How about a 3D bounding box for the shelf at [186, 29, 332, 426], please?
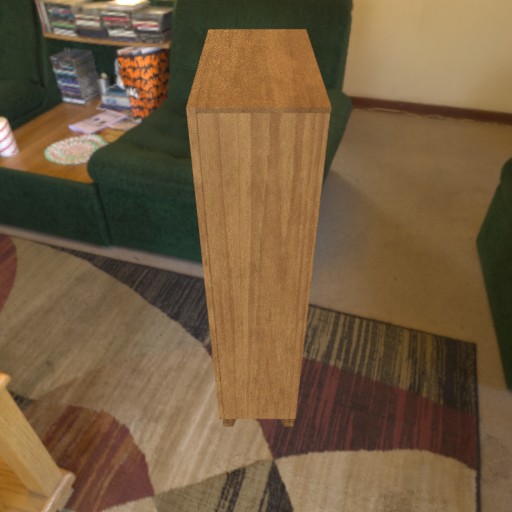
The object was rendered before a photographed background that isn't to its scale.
[{"bbox_3d":[0.000,0.000,2.287,0.453,1.930,0.864,0,41,0],"label":"shelf"}]
